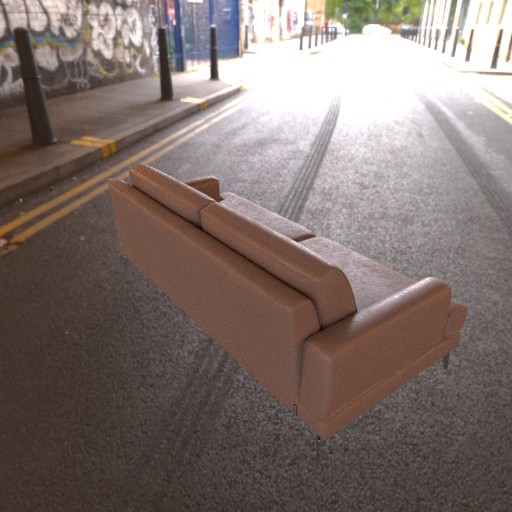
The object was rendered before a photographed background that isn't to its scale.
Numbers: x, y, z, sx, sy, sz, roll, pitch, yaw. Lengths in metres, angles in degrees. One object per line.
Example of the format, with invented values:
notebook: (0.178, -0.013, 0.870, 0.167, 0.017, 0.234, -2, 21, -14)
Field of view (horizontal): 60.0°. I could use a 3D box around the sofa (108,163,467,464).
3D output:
sofa: (0.000, 0.000, 2.411, 0.974, 0.765, 1.940, -19, 33, -32)
